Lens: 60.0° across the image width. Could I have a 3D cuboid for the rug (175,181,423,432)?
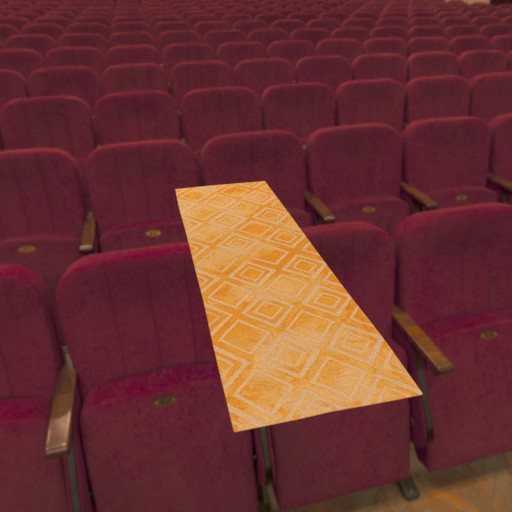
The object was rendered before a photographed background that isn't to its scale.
[{"bbox_3d":[0.000,0.000,2.702,0.775,0.010,2.438,-7,31,-12],"label":"rug"}]
